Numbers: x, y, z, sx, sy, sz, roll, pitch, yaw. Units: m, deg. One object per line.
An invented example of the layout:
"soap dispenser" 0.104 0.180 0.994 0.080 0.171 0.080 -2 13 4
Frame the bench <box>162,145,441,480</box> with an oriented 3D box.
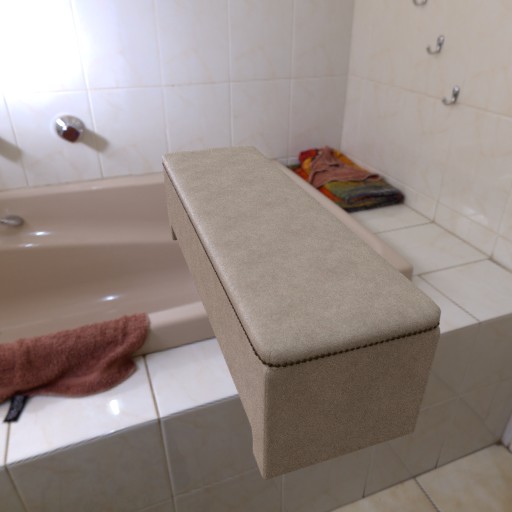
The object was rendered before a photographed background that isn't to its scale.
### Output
"bench" 0.000 0.000 1.685 0.470 0.447 1.482 -10 32 -16
